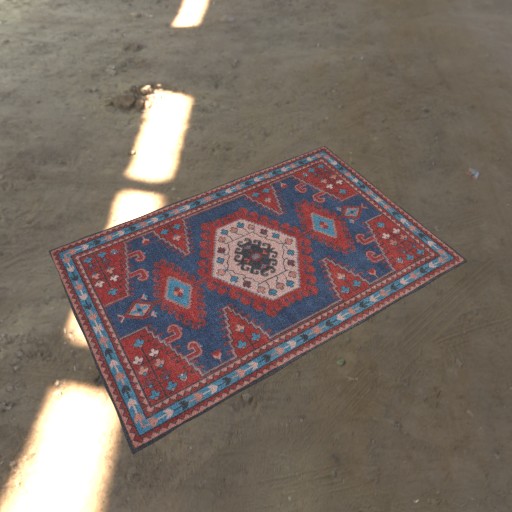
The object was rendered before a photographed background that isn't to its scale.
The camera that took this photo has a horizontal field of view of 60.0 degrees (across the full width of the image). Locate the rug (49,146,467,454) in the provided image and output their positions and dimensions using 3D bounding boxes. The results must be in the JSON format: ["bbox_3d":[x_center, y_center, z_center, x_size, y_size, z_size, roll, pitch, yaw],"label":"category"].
[{"bbox_3d":[0.000,0.000,2.298,1.820,0.012,1.207,-25,53,-21],"label":"rug"}]
